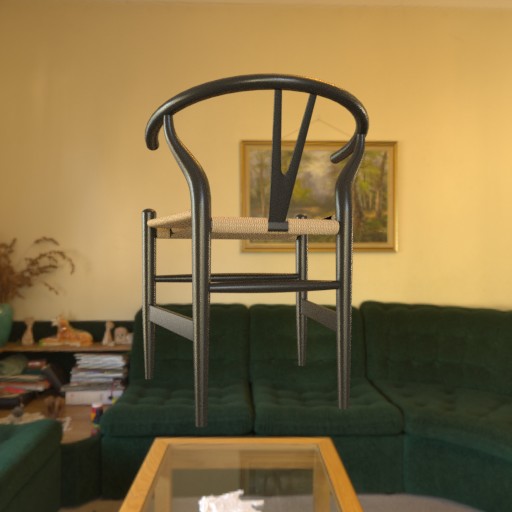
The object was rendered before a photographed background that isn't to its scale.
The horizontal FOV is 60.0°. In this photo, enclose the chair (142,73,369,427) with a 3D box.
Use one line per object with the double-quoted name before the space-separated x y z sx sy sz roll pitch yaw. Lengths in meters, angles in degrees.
"chair" 0.000 0.000 1.165 0.570 0.739 0.570 0 0 -19
